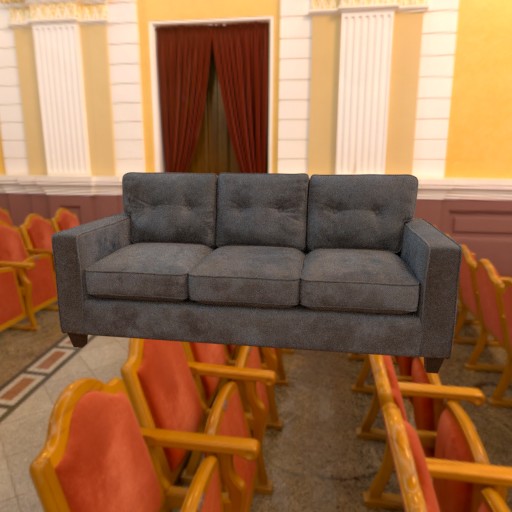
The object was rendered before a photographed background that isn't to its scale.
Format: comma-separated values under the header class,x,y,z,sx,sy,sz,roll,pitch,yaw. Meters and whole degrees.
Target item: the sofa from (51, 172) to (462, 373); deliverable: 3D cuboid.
class,x,y,z,sx,sy,sz,roll,pitch,yaw
sofa,0.000,0.000,2.695,2.133,0.965,0.939,2,14,9
